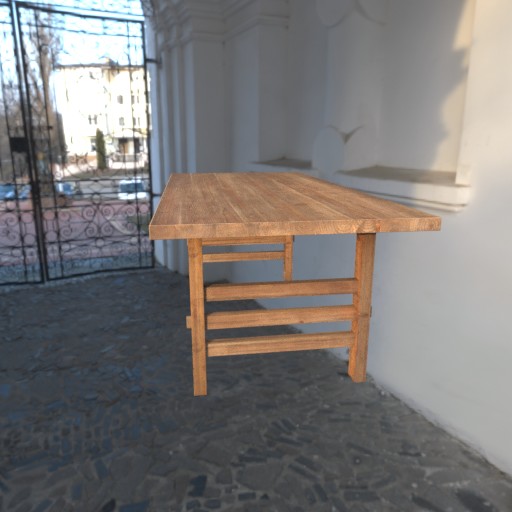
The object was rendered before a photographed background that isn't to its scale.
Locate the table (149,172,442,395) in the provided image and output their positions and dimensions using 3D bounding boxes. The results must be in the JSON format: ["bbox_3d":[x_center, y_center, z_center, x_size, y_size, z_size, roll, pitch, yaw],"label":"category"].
[{"bbox_3d":[0.000,0.000,2.459,0.952,0.760,2.003,-2,15,-8],"label":"table"}]
